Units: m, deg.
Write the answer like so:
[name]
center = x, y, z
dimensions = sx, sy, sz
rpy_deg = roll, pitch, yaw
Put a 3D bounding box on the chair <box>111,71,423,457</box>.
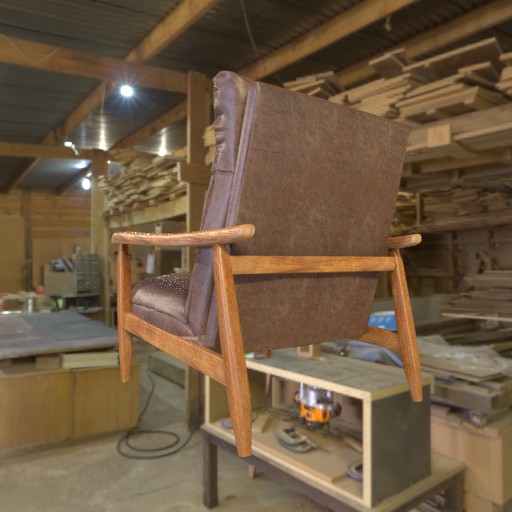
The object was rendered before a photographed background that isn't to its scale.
[chair]
center = 0.000, 0.000, 1.495
dimensions = 0.782, 0.897, 0.830
rpy_deg = 0, -1, -36
